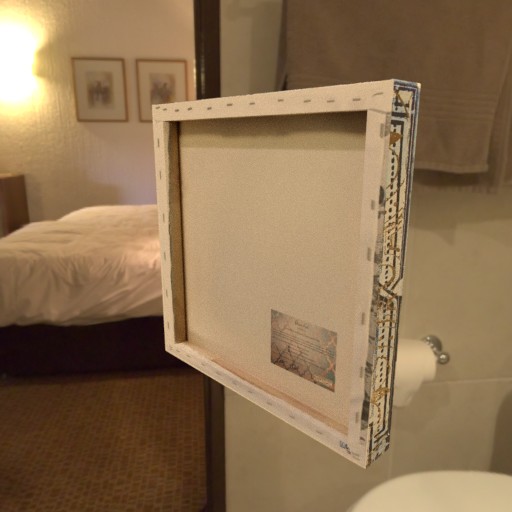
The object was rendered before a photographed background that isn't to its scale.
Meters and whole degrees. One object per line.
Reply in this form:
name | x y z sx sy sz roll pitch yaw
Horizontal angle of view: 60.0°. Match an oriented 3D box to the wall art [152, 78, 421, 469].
wall art | 0.000 0.000 0.449 0.038 0.306 0.302 -14 20 -42
